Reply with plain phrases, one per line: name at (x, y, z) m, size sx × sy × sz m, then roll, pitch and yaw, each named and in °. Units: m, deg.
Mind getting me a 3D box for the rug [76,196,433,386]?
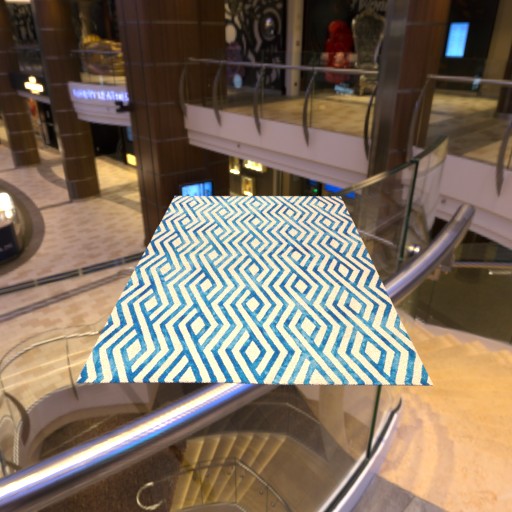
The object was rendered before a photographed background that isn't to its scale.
rug at (0.000, 0.000, 2.979) m, size 1.531 × 0.008 × 2.439 m, roll 0°, pitch 27°, yaw 0°
